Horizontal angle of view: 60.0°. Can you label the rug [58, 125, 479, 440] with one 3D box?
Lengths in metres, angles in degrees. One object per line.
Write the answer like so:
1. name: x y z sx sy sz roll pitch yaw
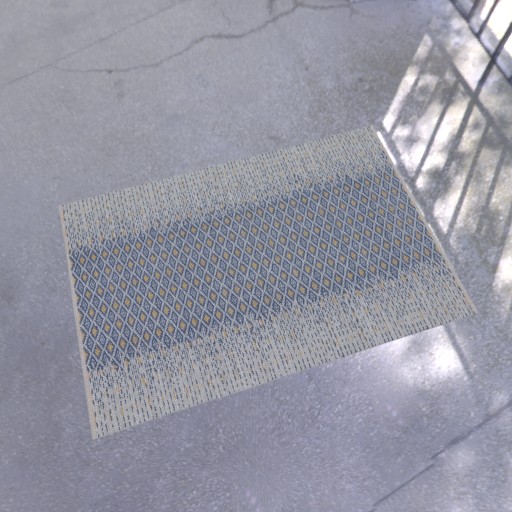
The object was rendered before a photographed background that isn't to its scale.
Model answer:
1. rug: 0.000 0.000 2.234 1.828 0.005 1.219 -16 65 -8
